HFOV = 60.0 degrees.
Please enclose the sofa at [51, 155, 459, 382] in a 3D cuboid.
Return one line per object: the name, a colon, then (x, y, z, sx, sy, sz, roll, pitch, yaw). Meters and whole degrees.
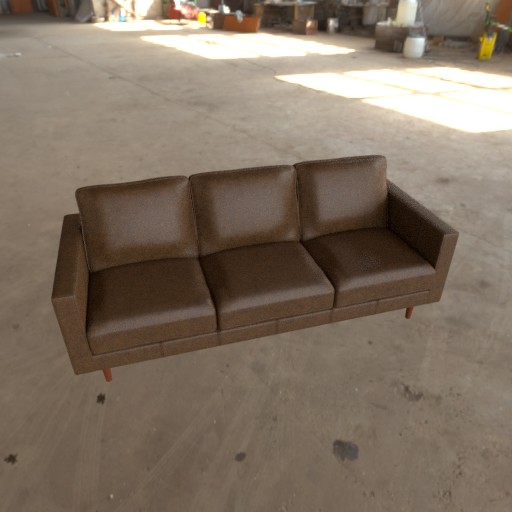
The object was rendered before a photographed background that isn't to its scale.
sofa: (0.000, 0.000, 2.770, 2.231, 0.930, 0.903, -9, 34, -13)
